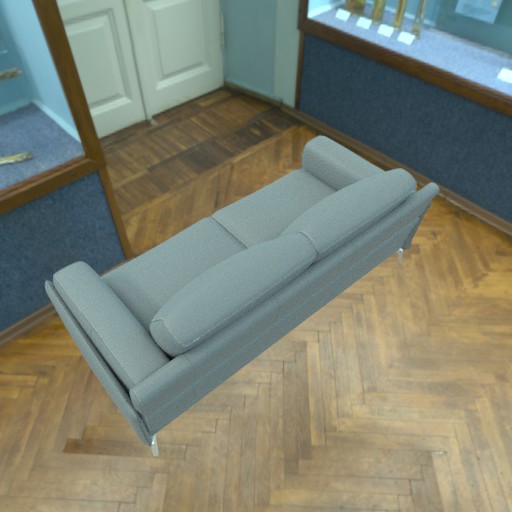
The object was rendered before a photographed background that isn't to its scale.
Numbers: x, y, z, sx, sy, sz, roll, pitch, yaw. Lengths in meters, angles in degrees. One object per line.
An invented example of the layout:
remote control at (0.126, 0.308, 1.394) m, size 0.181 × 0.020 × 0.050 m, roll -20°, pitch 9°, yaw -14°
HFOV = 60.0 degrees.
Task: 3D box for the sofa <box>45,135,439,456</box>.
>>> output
sofa at (0.000, 0.000, 2.565) m, size 2.100 × 0.900 × 0.969 m, roll -32°, pitch 55°, yaw -26°
